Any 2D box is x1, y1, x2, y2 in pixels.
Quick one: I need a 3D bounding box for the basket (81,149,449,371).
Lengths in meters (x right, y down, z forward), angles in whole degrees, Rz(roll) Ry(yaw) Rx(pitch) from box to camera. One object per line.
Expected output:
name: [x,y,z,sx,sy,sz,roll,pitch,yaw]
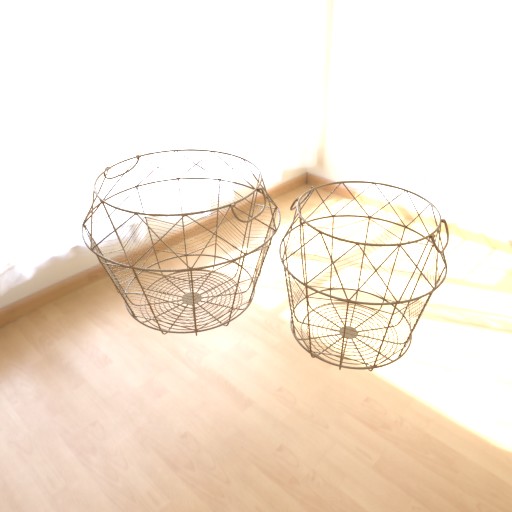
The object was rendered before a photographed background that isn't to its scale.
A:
basket: [0.000,0.000,1.021,0.805,0.343,0.451,10,34,15]
